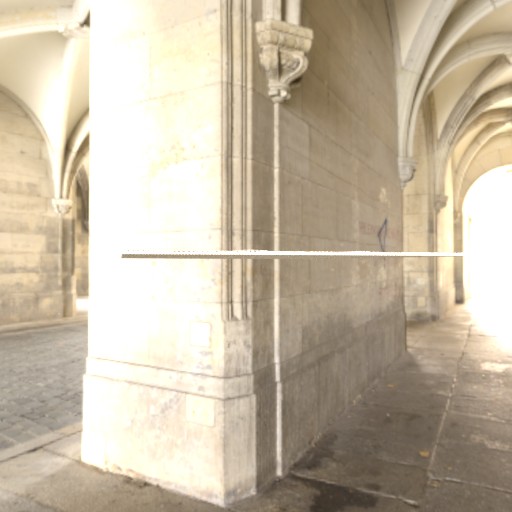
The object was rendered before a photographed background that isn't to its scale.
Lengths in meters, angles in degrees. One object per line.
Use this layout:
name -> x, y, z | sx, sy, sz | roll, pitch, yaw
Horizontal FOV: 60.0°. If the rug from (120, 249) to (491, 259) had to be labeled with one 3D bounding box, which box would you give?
rug -> 0.000, 0.000, 4.127 | 2.429, 0.030, 3.052 | 0, -1, -17
